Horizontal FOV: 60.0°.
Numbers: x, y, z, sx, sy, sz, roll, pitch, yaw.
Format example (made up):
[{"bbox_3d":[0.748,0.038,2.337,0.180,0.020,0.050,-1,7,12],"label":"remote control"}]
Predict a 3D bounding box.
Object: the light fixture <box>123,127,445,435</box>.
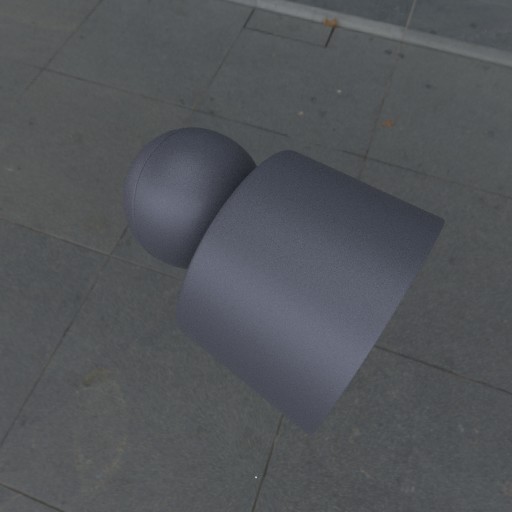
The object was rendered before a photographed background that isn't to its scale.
[{"bbox_3d":[0.000,0.000,0.266,0.160,0.143,0.134,32,68,15],"label":"light fixture"}]
